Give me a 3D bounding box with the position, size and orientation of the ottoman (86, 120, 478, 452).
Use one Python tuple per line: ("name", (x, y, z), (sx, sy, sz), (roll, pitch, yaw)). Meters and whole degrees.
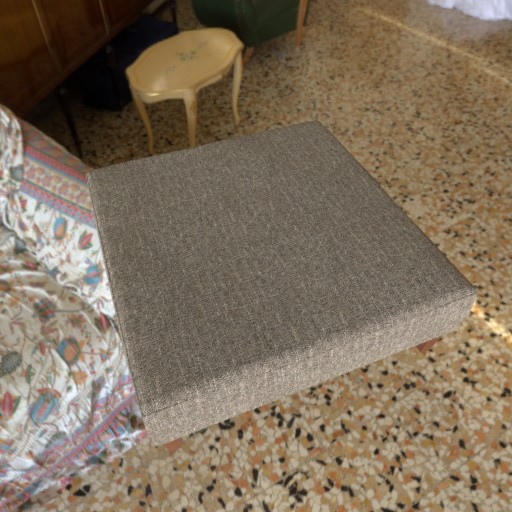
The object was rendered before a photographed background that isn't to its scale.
("ottoman", (0.000, 0.000, 1.551), (0.981, 0.379, 1.016), (-17, 50, -14))
